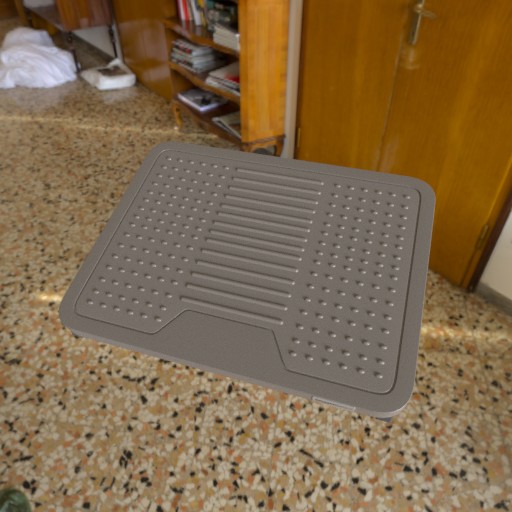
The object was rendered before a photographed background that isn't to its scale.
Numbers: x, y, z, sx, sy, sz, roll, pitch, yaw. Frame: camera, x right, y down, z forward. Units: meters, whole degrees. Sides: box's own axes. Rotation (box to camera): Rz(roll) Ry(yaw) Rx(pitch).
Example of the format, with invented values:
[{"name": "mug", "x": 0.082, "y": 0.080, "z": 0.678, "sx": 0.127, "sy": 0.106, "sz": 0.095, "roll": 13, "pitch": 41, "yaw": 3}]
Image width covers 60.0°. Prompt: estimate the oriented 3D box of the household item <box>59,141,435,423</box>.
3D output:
[{"name": "household item", "x": 0.000, "y": 0.000, "z": 0.539, "sx": 0.390, "sy": 0.126, "sz": 0.301, "roll": 12, "pitch": 42, "yaw": 13}]
